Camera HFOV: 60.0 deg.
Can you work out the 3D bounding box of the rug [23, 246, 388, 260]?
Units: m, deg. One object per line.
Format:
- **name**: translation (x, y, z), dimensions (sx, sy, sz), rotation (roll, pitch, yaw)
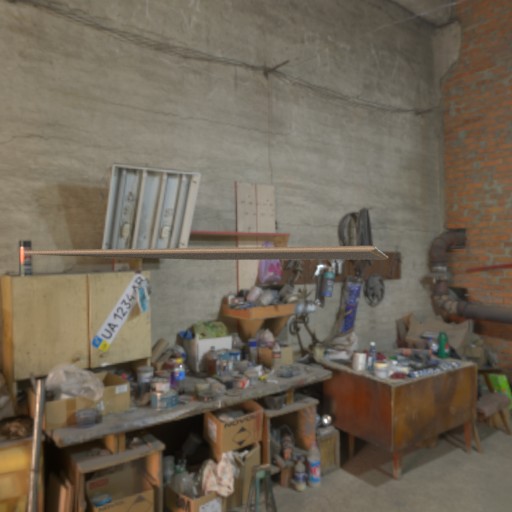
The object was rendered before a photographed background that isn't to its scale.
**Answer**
- **rug**: translation (0.000, 0.000, 2.721), dimensions (1.525, 0.020, 2.081), rotation (0, -1, 18)
